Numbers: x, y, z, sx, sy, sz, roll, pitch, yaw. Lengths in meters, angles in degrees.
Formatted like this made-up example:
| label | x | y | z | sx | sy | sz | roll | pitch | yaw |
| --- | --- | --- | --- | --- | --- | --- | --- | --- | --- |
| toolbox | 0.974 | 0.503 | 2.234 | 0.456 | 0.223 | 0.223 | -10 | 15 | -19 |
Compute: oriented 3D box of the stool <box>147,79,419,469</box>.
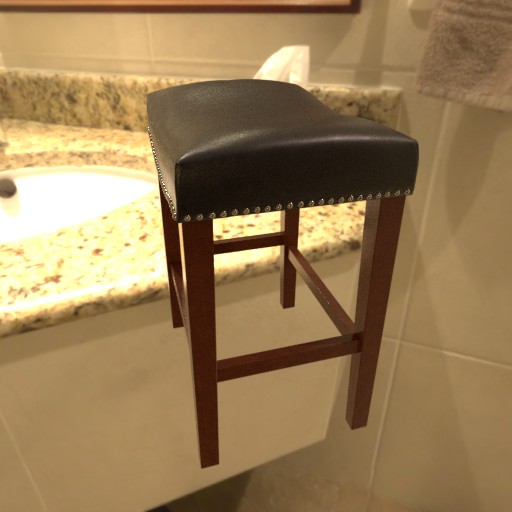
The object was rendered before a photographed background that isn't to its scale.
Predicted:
| label | x | y | z | sx | sy | sz | roll | pitch | yaw |
| --- | --- | --- | --- | --- | --- | --- | --- | --- | --- |
| stool | 0.000 | 0.000 | 0.955 | 0.372 | 0.654 | 0.504 | -8 | 31 | -14 |
